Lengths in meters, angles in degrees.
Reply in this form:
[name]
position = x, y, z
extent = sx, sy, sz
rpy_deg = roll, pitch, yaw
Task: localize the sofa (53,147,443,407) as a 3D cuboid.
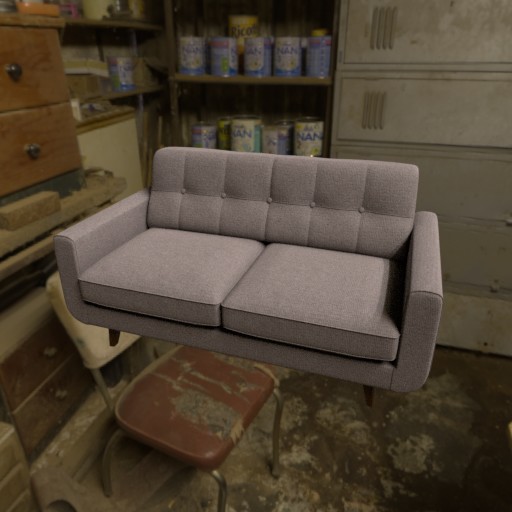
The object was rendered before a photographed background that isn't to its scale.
[sofa]
position = 0.000, 0.000, 2.148
extent = 1.631, 0.841, 0.909
rpy_deg = 8, 26, 17
